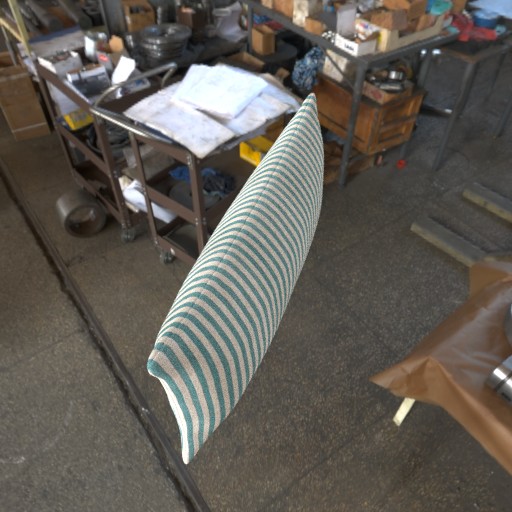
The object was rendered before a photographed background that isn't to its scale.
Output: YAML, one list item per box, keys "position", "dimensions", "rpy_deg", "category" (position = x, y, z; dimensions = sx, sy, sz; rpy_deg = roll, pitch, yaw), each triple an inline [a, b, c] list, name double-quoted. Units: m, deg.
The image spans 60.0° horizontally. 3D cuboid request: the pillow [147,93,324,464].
- position: [0.000, 0.000, 0.745]
  dimensions: [0.151, 0.295, 0.617]
  rpy_deg: [15, 49, 14]
  category: "pillow"
